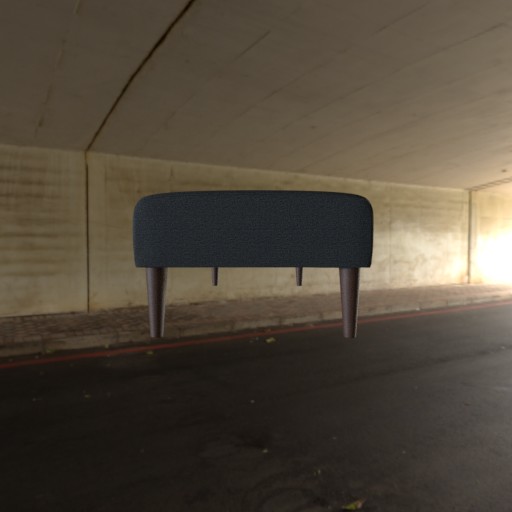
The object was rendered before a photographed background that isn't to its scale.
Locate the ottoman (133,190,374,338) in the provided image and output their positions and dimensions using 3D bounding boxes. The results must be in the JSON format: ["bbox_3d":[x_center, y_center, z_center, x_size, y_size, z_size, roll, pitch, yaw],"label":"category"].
[{"bbox_3d":[0.000,0.000,1.921,0.646,0.393,1.609,0,1,1],"label":"ottoman"}]
